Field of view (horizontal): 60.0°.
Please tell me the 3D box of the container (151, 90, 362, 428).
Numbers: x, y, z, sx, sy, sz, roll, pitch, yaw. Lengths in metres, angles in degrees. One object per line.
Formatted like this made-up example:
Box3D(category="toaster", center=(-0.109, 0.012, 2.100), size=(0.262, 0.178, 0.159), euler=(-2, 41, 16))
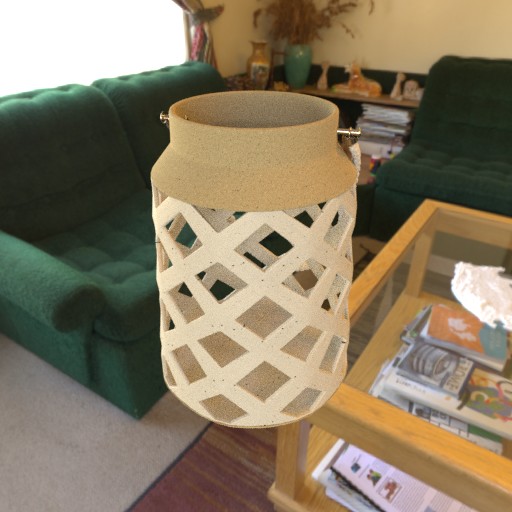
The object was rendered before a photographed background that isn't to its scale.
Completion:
Box3D(category="container", center=(0.000, 0.000, 0.347), size=(0.163, 0.229, 0.172), euler=(9, 32, 14))
